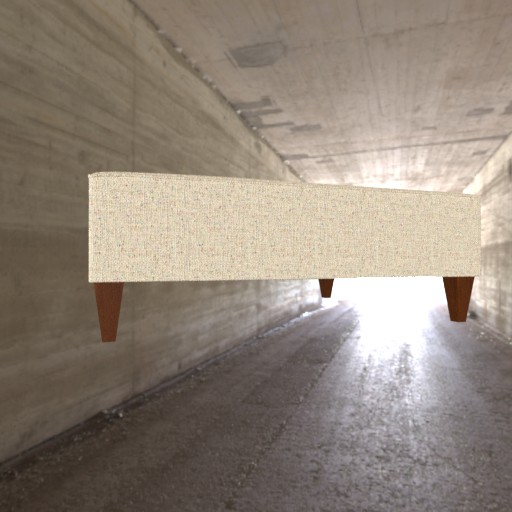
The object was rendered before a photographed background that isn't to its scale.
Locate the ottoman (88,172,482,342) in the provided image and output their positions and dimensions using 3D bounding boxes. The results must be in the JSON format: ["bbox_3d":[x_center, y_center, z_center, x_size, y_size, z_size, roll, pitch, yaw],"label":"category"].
[{"bbox_3d":[0.000,0.000,1.214,0.835,0.303,0.736,0,0,-18],"label":"ottoman"}]
